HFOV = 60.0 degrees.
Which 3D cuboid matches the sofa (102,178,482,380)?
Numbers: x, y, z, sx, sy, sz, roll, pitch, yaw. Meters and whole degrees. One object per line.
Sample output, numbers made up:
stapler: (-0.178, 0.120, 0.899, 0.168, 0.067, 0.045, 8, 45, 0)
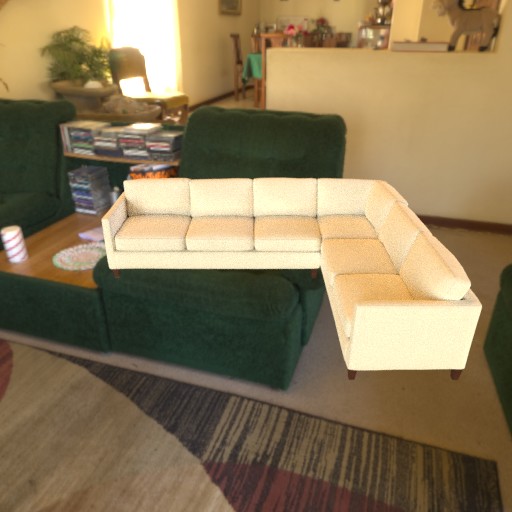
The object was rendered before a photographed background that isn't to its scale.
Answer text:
sofa: (0.000, 0.000, 4.418, 3.302, 0.947, 2.593, 0, 27, 0)
